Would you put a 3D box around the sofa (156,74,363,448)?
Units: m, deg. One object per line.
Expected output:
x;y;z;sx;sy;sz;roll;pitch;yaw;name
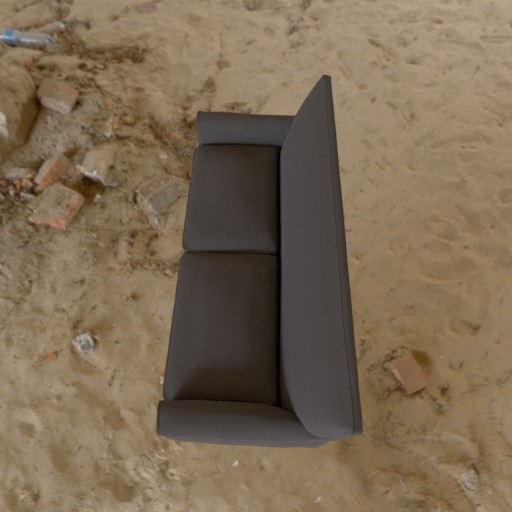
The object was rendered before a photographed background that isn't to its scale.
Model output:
0.000;0.000;2.499;0.843;0.907;2.002;1;60;1;sofa
